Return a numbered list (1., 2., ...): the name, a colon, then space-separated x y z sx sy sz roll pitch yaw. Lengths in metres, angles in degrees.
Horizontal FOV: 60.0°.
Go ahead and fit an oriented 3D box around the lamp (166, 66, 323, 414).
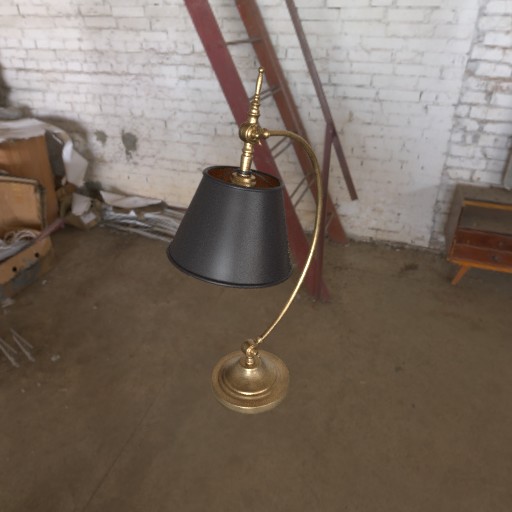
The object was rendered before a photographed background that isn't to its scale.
1. lamp: 0.000 0.000 0.854 0.344 0.675 0.235 -21 37 -31
